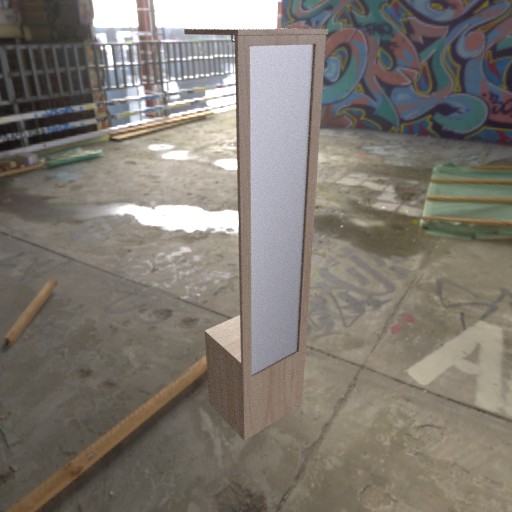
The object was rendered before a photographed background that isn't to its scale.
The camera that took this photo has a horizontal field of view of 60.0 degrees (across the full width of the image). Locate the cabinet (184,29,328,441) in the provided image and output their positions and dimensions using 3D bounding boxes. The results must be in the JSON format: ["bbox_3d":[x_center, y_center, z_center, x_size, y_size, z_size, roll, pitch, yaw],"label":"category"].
[{"bbox_3d":[0.000,0.000,2.060,0.411,1.879,0.338,-20,33,-33],"label":"cabinet"}]
